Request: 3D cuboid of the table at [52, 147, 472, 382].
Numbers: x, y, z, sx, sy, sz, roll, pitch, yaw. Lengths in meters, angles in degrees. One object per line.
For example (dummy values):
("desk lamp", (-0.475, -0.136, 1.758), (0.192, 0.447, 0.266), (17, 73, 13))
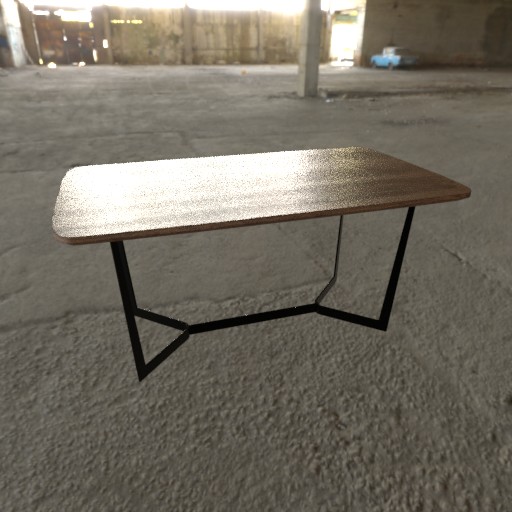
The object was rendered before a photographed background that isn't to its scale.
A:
("table", (0.000, 0.000, 2.135), (1.643, 0.765, 0.949), (-8, 27, -16))
